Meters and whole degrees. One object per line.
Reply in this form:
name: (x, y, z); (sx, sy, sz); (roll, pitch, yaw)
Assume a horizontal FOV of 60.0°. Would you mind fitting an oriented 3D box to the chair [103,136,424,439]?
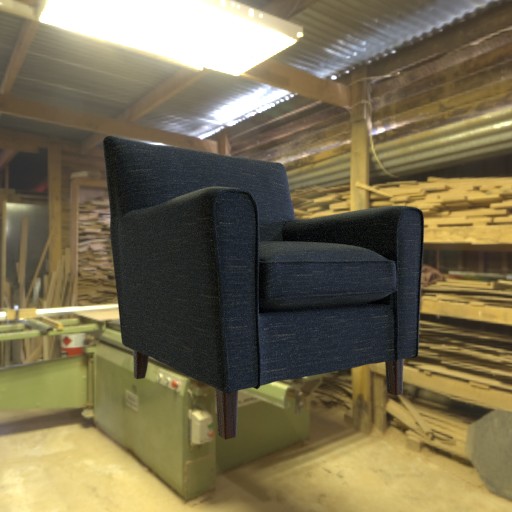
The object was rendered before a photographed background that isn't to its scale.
chair: (0.000, 0.000, 1.601); (0.864, 0.928, 0.873); (1, -1, -34)
